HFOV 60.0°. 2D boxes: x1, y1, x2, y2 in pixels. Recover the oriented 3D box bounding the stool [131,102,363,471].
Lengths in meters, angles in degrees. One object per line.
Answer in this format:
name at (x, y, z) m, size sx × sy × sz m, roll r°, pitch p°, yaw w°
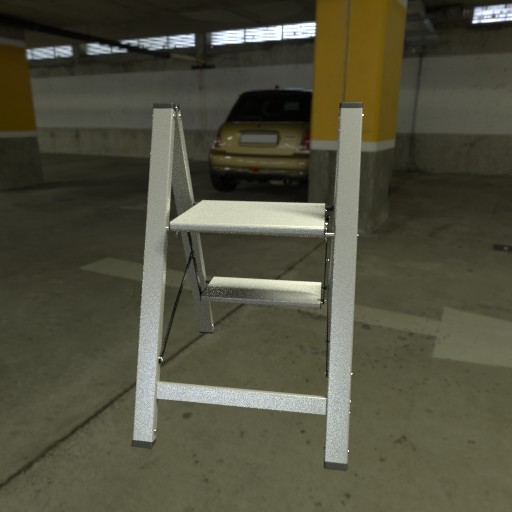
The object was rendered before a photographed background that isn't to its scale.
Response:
stool at (0.000, 0.000, 1.024) m, size 0.440 × 0.670 × 0.535 m, roll 3°, pitch 18°, yaw 8°
